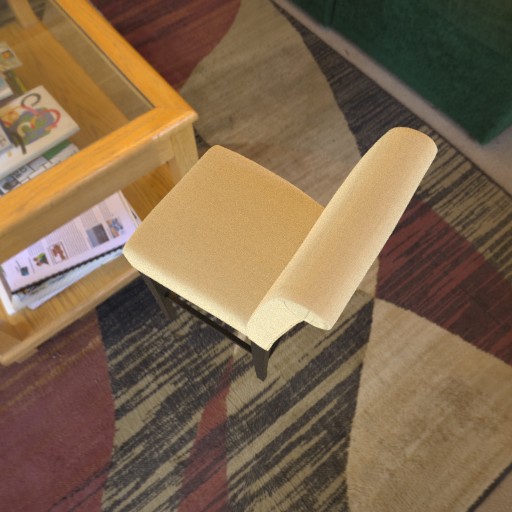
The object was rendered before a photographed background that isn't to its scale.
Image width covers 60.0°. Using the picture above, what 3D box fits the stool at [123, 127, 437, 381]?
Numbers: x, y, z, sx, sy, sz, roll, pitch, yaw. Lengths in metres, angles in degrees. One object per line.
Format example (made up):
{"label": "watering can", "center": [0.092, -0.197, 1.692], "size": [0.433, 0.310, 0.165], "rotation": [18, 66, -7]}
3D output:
{"label": "stool", "center": [0.000, 0.000, 1.297], "size": [0.597, 0.976, 0.452], "rotation": [31, 69, 13]}
